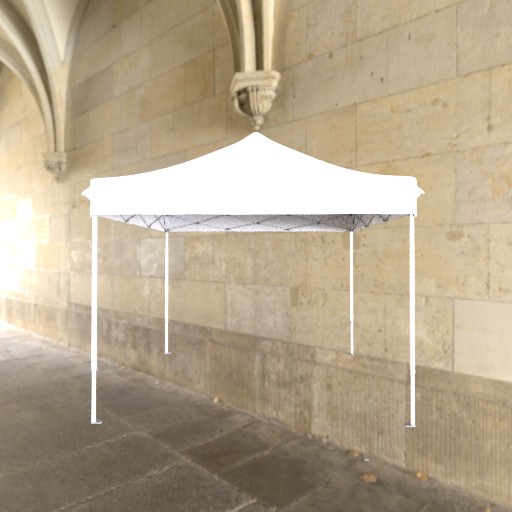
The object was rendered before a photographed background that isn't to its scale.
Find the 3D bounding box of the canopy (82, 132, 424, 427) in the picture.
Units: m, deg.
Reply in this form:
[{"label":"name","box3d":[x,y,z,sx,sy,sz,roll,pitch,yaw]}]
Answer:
[{"label":"canopy","box3d":[0.000,0.000,5.376,2.996,2.998,2.994,0,0,2]}]
